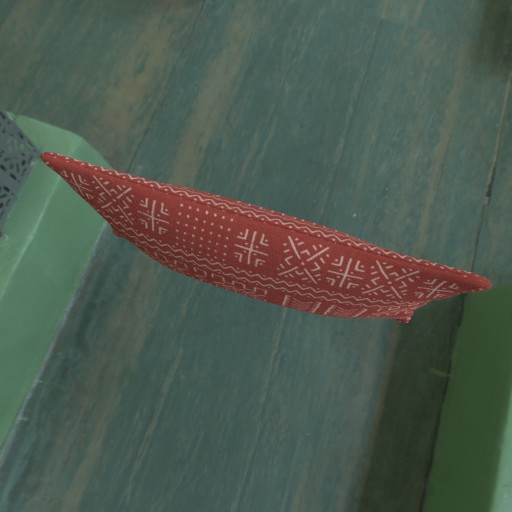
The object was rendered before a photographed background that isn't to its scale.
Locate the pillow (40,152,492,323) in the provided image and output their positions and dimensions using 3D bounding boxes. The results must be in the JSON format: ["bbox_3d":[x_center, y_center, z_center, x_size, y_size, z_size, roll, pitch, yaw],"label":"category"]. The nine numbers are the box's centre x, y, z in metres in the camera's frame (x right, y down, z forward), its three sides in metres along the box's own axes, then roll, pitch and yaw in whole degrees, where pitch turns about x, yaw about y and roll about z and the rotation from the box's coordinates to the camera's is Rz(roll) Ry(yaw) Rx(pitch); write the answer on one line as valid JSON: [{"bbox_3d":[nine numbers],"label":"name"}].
[{"bbox_3d":[0.000,0.000,0.753,0.640,0.352,0.130,17,75,5],"label":"pillow"}]
